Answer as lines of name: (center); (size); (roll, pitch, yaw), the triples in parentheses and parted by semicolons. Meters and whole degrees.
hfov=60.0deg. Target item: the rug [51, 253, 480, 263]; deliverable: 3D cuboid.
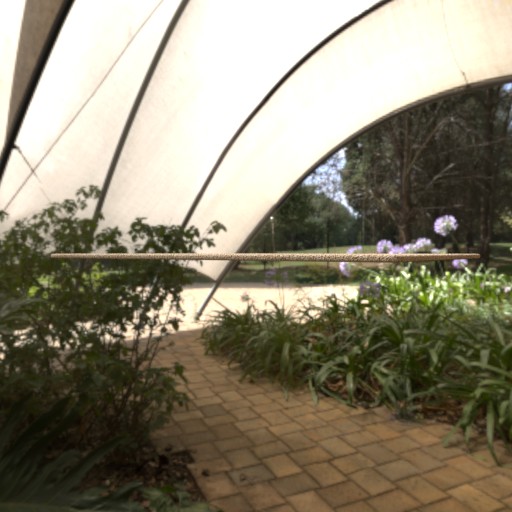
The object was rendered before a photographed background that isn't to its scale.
rug: (0.000, 0.000, 2.948); (2.438, 0.030, 1.524); (0, 1, 37)
